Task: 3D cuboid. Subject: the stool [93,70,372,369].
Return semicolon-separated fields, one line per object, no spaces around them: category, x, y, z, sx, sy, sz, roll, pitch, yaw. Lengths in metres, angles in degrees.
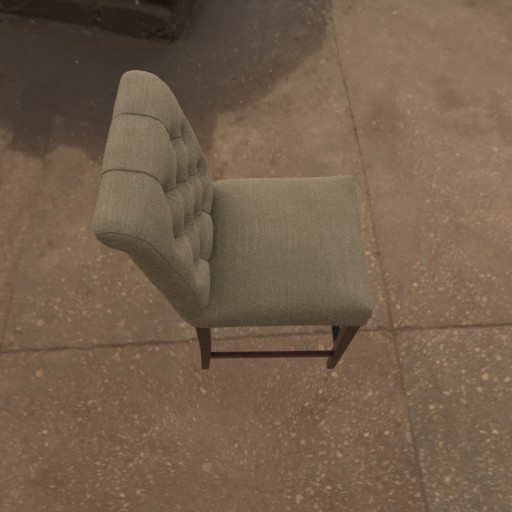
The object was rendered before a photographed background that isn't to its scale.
stool;0.000;0.000;1.422;0.660;1.084;0.486;-1;62;0
